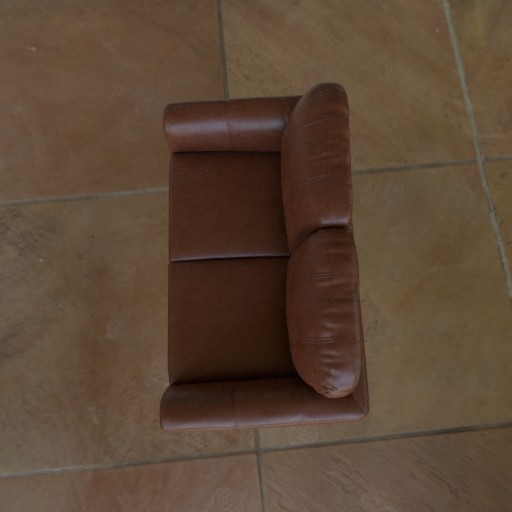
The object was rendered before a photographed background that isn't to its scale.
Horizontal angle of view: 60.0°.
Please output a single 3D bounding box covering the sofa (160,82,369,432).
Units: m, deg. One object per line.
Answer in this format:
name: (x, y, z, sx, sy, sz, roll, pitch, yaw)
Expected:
sofa: (0.000, 0.000, 1.957, 0.805, 0.906, 1.406, -2, 76, -1)
